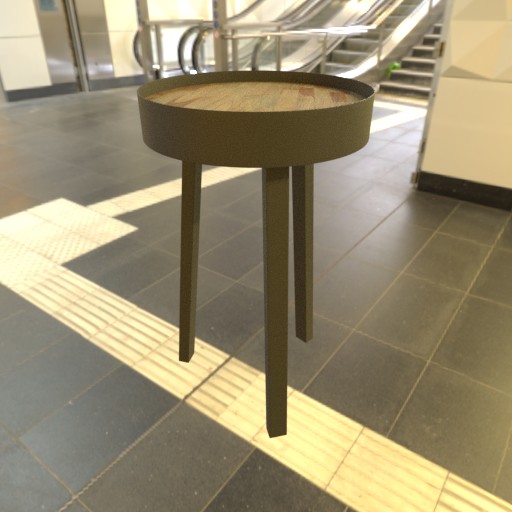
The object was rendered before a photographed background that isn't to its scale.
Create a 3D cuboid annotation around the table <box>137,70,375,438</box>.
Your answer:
[{"bbox_3d":[0.000,0.000,0.948,0.406,0.686,0.406,9,31,14],"label":"table"}]
